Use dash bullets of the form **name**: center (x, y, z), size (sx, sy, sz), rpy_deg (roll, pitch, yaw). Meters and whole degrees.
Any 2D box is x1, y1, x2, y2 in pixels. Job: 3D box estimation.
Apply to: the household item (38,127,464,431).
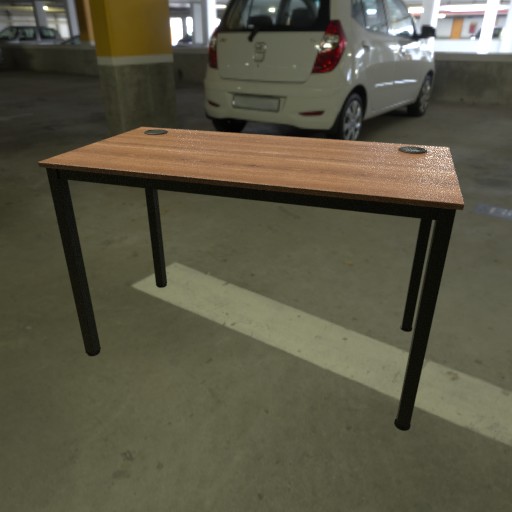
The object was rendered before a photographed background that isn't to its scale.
- **household item**: center (0.000, 0.000, 1.602), size (1.200, 0.750, 0.600), rpy_deg (8, 28, 16)
